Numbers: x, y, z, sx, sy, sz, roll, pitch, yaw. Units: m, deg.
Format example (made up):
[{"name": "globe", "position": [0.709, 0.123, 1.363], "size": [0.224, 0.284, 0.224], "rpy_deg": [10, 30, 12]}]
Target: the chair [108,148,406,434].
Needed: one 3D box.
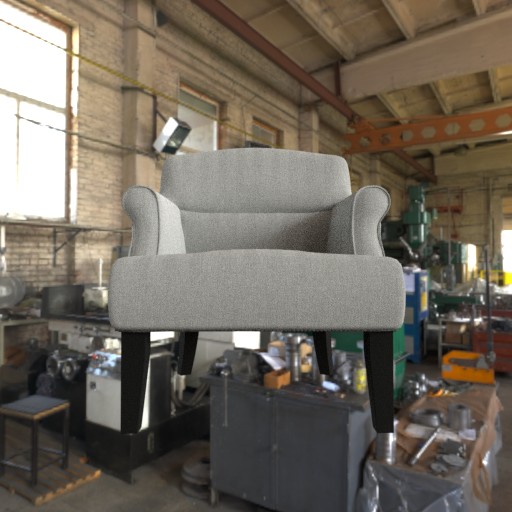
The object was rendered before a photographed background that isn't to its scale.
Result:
[{"name": "chair", "position": [0.000, 0.000, 1.426], "size": [0.772, 0.880, 0.755], "rpy_deg": [0, -1, 0]}]
